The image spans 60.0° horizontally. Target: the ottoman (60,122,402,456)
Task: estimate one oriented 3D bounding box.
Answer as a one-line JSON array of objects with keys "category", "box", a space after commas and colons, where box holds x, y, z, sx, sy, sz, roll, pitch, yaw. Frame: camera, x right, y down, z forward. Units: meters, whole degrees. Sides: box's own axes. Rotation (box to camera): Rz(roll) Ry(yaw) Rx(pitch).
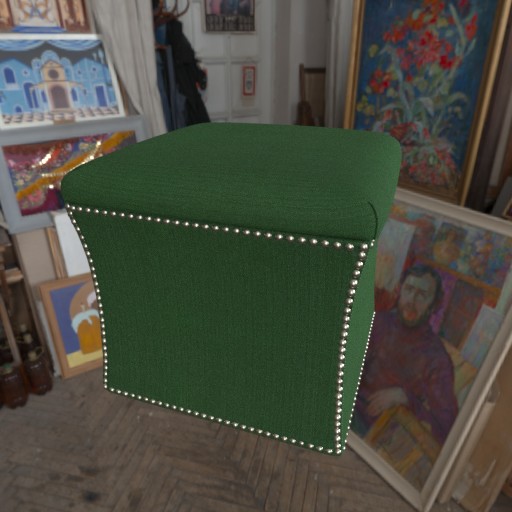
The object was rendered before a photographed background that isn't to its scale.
[{"category": "ottoman", "box": [0.000, 0.000, 0.899, 0.507, 0.475, 0.497, 9, 27, 18]}]
